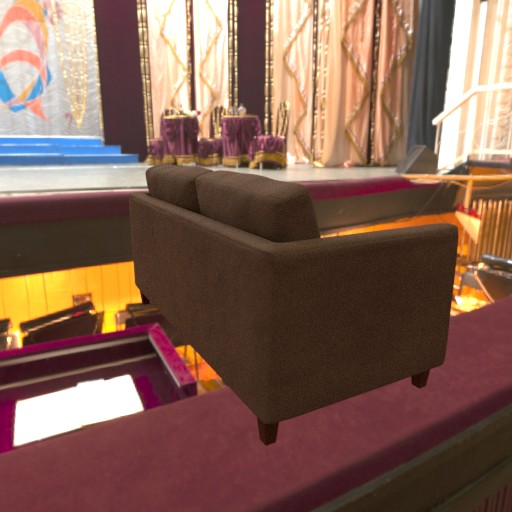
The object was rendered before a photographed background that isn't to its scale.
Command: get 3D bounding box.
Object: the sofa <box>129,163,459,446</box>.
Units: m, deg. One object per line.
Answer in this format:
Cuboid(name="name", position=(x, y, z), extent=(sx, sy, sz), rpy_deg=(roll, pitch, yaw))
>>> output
Cuboid(name="sofa", position=(0.000, 0.000, 2.452), extent=(0.950, 0.963, 1.884), rpy_deg=(-8, 17, -28))
